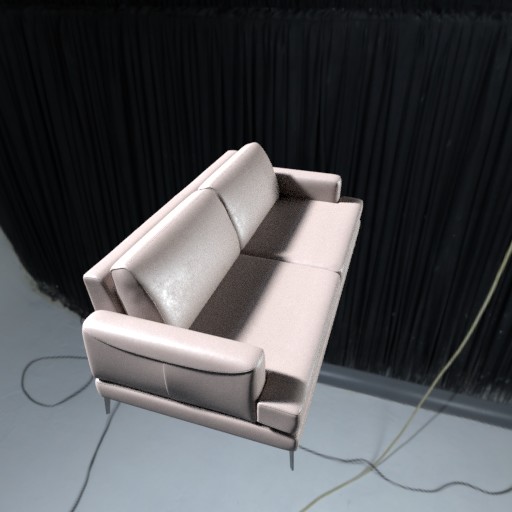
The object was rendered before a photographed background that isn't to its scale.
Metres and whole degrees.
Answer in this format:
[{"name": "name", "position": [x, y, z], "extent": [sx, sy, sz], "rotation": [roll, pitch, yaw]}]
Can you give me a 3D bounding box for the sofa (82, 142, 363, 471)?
[{"name": "sofa", "position": [0.000, 0.000, 2.480], "extent": [0.974, 0.765, 1.940], "rotation": [10, 33, 15]}]
